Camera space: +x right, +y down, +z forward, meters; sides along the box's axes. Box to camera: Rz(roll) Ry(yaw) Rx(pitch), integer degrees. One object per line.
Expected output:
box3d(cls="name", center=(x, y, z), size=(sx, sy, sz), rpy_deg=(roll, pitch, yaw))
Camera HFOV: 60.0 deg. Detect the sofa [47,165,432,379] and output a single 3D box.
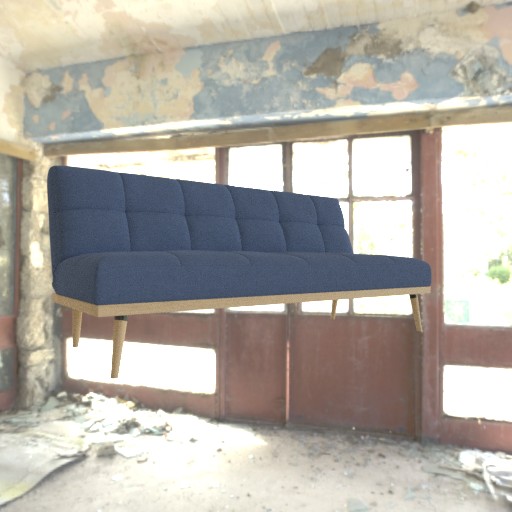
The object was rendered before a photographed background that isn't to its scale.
box3d(cls="sofa", center=(0.000, 0.000, 2.195), size=(1.800, 0.800, 0.796), rpy_deg=(0, -1, -36))
